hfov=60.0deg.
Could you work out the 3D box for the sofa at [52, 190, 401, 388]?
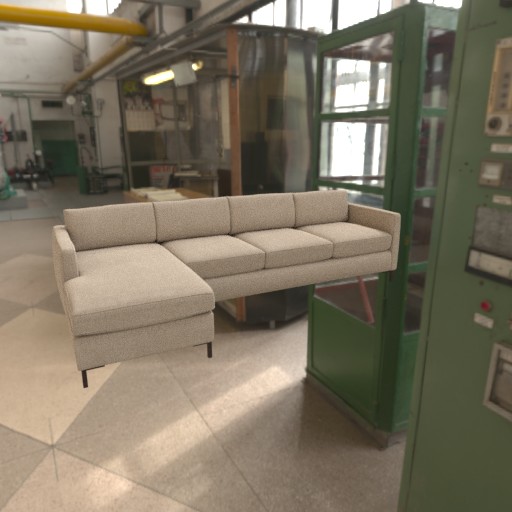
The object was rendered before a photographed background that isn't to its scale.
[{"bbox_3d":[0.000,0.000,3.554,2.923,0.816,1.469,-8,17,-26],"label":"sofa"}]
